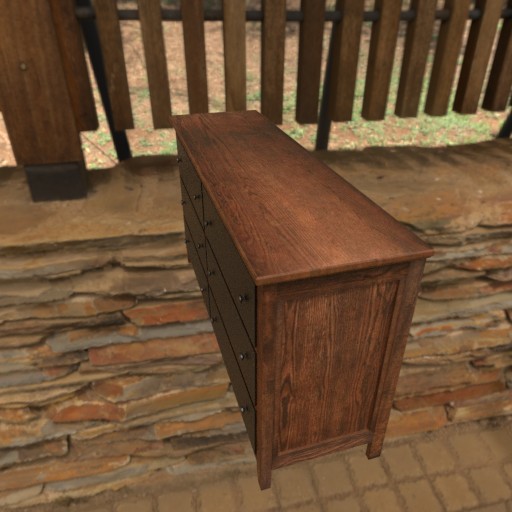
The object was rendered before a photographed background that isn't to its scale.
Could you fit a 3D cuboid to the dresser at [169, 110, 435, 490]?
[{"bbox_3d":[0.000,0.000,1.894,0.463,0.856,1.551,-9,32,-14],"label":"dresser"}]
